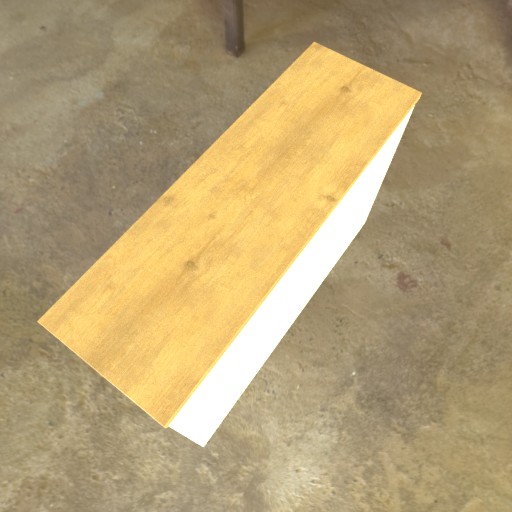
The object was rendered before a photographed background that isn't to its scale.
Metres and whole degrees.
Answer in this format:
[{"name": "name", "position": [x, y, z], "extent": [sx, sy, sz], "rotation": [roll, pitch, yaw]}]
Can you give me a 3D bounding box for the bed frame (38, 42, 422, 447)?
[{"name": "bed frame", "position": [0.000, 0.000, 1.684], "extent": [0.430, 0.850, 1.300], "rotation": [33, 68, 15]}]
